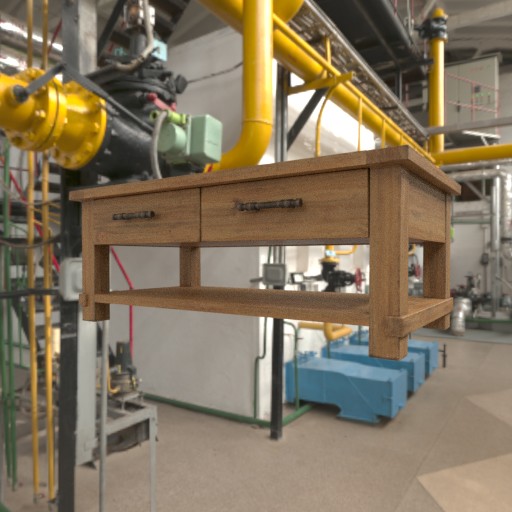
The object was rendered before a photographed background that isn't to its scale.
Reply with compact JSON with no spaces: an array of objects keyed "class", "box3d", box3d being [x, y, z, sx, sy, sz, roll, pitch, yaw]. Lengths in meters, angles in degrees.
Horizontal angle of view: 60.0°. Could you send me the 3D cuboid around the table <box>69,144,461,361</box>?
[{"class":"table","box3d":[0.000,0.000,1.618,1.270,0.494,0.693,0,0,34]}]
